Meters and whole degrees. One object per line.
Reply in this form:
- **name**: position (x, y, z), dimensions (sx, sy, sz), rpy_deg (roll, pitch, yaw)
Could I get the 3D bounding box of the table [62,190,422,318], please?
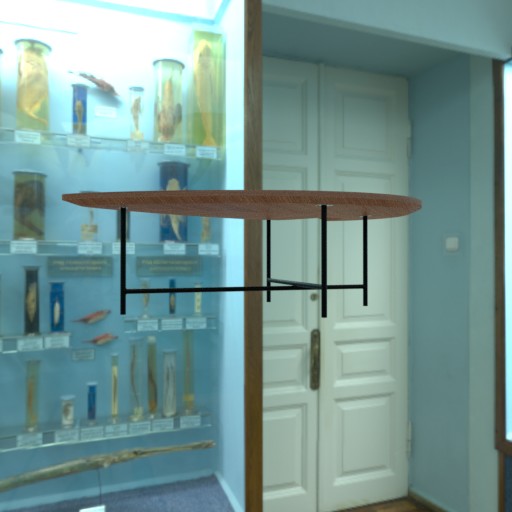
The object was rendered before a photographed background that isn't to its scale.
- **table**: position (0.000, 0.000, 1.484), dimensions (1.199, 0.360, 0.598), rpy_deg (0, -1, -17)
